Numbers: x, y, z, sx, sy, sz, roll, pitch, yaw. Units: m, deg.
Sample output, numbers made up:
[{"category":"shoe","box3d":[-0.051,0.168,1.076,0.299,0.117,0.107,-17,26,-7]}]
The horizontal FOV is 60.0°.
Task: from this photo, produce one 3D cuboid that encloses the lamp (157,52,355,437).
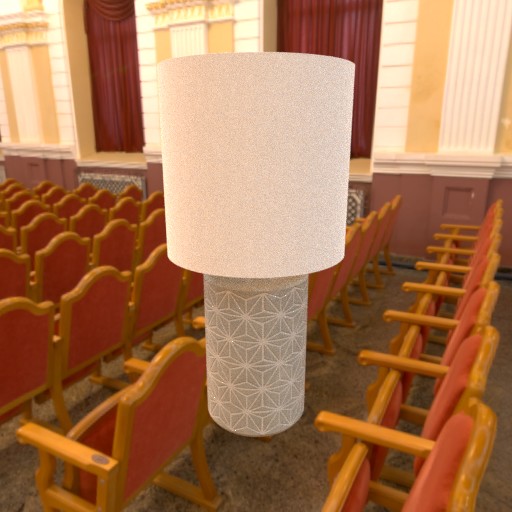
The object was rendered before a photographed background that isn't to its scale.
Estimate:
[{"category":"lamp","box3d":[0.000,0.000,0.529,0.206,0.416,0.206,9,18,28]}]
